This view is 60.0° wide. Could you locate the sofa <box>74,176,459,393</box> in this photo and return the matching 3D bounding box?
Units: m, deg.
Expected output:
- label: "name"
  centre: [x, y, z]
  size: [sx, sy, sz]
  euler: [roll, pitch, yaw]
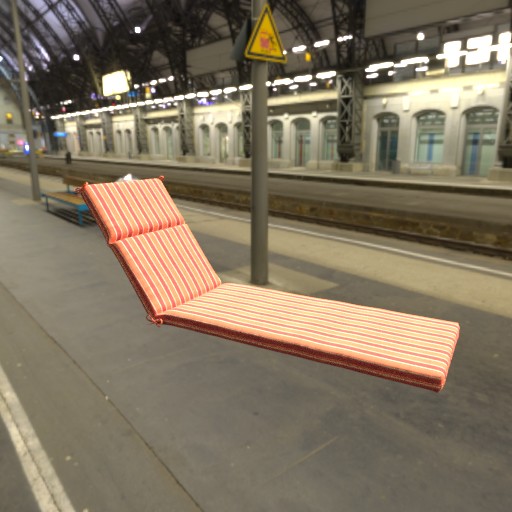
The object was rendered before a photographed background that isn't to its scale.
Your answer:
- label: "sofa"
  centre: [0.000, 0.000, 1.962]
  size: [1.663, 0.622, 0.582]
  euler: [8, 16, 29]
